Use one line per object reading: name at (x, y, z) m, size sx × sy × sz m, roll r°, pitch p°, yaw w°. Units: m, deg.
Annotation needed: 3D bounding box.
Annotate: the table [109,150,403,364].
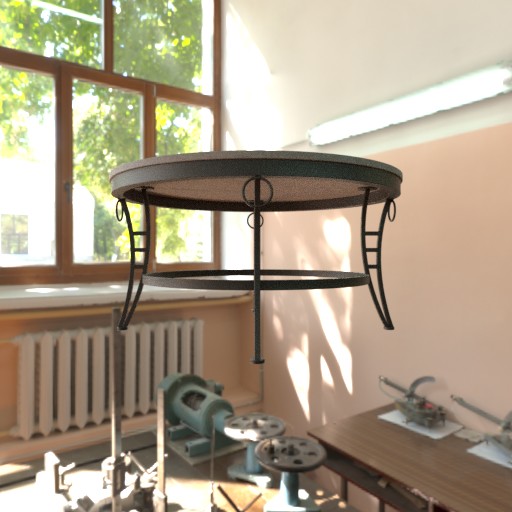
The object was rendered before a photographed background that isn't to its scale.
table at (0.000, 0.000, 1.416) m, size 0.889 × 0.470 × 0.889 m, roll 0°, pitch 0°, yaw 0°
